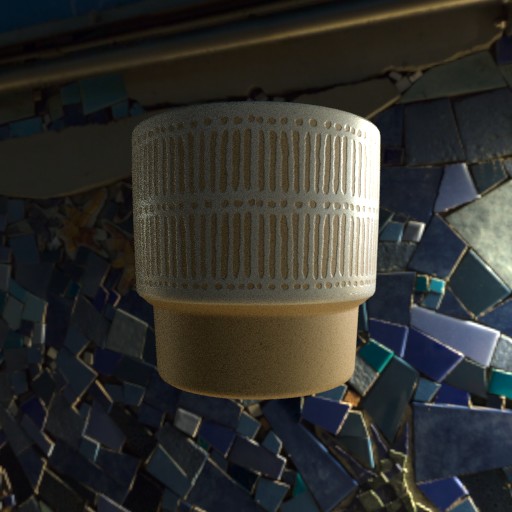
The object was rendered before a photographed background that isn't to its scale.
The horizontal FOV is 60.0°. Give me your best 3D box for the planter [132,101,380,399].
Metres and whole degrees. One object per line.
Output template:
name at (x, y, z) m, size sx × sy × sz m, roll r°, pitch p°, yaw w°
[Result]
planter at (0.000, 0.000, 0.587) m, size 0.317 × 0.303 × 0.317 m, roll 0°, pitch 0°, yaw 0°
